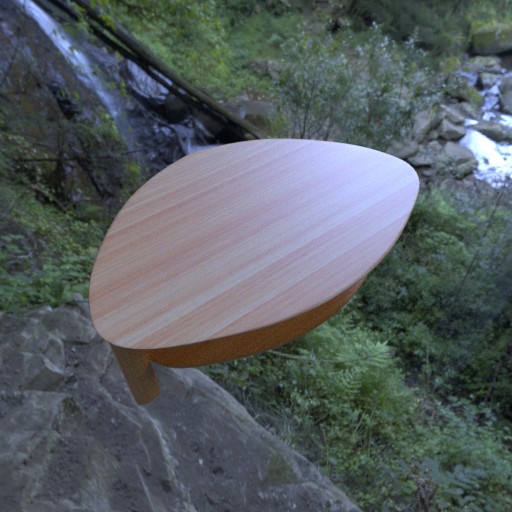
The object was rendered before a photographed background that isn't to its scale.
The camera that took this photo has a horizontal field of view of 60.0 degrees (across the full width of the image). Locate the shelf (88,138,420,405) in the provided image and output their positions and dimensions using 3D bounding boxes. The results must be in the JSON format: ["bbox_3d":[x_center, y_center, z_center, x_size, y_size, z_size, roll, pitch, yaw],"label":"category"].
[{"bbox_3d":[0.000,0.000,1.651,1.246,0.440,0.845,-29,54,-24],"label":"shelf"}]
